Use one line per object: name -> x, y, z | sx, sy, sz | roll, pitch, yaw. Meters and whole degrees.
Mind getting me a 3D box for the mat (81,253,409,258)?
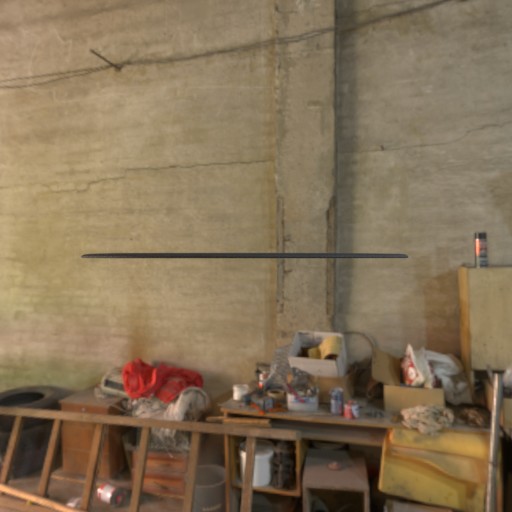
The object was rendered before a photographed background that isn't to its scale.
mat -> 0.000, 0.000, 1.626 | 1.220, 0.016, 0.917 | 0, 0, -18
